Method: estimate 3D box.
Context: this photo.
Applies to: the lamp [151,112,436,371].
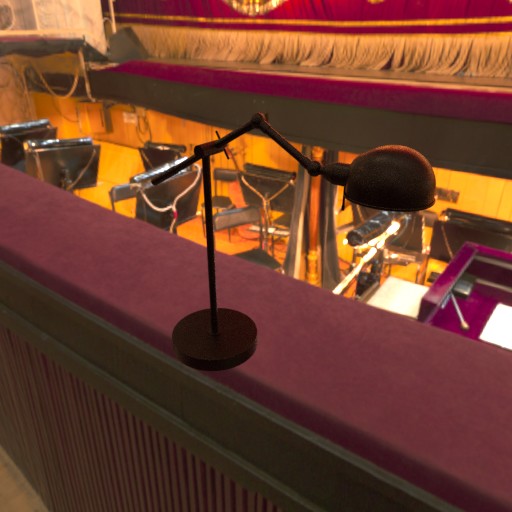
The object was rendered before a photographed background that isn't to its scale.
[{"bbox_3d":[0.000,0.000,0.809,0.567,0.495,0.185,18,32,31],"label":"lamp"}]
